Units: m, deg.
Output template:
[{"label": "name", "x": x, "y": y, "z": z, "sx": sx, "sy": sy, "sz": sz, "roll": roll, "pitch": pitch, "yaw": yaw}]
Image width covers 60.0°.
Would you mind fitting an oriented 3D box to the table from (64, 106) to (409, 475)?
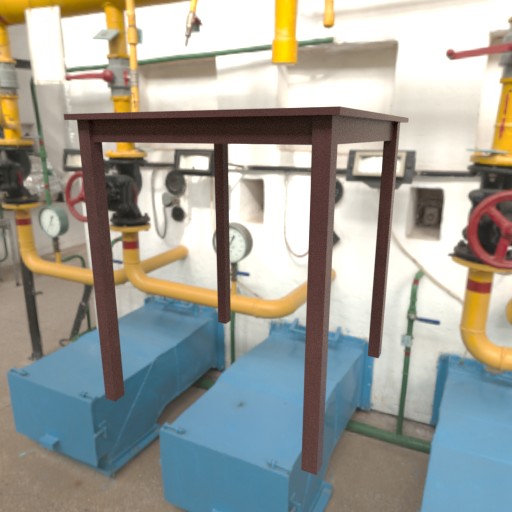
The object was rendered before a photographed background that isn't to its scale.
[{"label": "table", "x": 0.000, "y": 0.000, "z": 1.646, "sx": 0.861, "sy": 0.991, "sz": 0.861, "roll": 8, "pitch": 17, "yaw": 27}]
